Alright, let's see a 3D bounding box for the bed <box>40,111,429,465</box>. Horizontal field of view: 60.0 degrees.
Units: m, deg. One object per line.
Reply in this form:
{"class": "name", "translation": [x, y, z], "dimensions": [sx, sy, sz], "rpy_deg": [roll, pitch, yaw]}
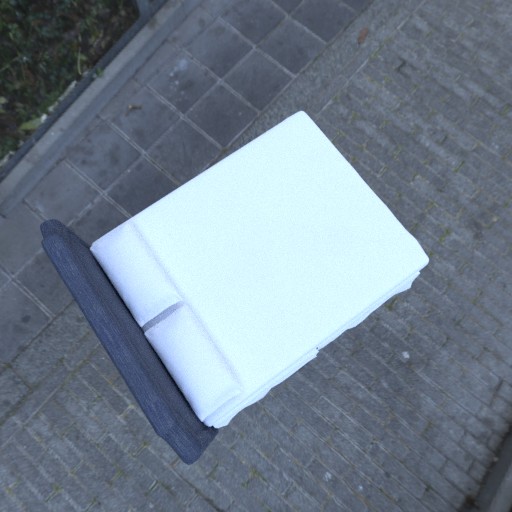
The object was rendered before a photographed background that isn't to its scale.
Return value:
{"class": "bed", "translation": [0.000, 0.000, 3.135], "dimensions": [2.116, 1.290, 1.693], "rpy_deg": [-35, 77, -9]}
